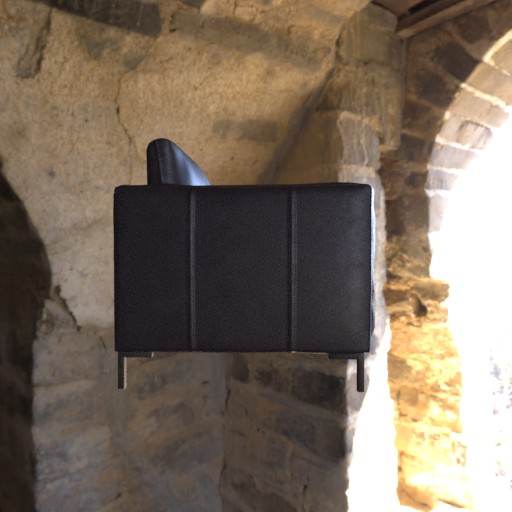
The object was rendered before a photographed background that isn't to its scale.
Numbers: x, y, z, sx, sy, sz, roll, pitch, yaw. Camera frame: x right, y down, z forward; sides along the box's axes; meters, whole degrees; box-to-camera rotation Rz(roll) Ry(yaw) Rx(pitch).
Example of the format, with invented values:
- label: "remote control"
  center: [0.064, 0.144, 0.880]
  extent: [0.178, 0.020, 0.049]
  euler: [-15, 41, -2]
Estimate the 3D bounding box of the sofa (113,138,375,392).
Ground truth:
- label: "sofa"
  center: [0.000, 0.000, 2.324]
  extent: [0.947, 0.883, 1.805]
  euler: [0, 1, 0]
